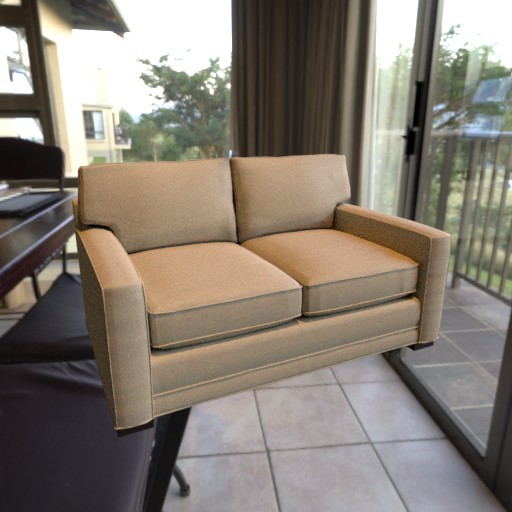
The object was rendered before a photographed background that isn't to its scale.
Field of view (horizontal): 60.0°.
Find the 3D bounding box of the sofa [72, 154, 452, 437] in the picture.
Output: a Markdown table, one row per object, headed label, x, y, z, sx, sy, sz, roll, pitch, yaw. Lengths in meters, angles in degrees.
| label | x | y | z | sx | sy | sz | roll | pitch | yaw |
| --- | --- | --- | --- | --- | --- | --- | --- | --- | --- |
| sofa | 0.000 | 0.000 | 2.057 | 1.484 | 0.853 | 0.942 | -8 | 19 | -25 |
